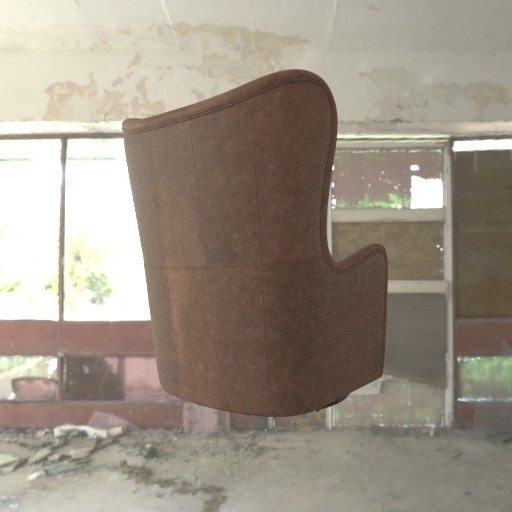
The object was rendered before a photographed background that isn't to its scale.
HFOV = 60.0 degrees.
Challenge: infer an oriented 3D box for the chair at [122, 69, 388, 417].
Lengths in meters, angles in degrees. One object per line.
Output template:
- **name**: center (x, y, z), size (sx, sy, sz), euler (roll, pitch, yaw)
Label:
- **chair**: center (0.000, 0.000, 1.743), size (0.831, 1.079, 0.930), euler (-1, -1, 37)
